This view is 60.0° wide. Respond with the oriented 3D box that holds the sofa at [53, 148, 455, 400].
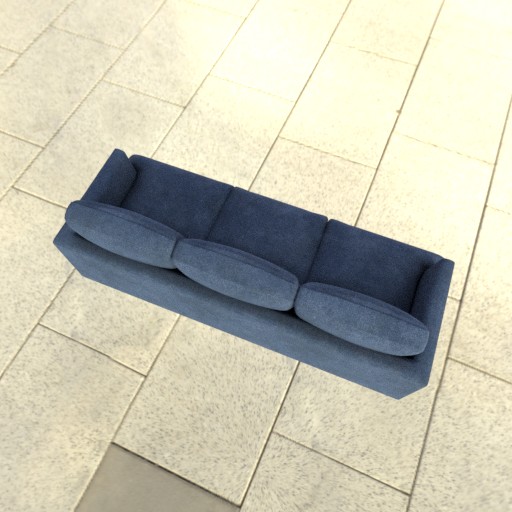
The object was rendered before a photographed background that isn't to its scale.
[{"bbox_3d":[0.000,0.000,2.769,2.246,0.930,0.903,20,66,9],"label":"sofa"}]
